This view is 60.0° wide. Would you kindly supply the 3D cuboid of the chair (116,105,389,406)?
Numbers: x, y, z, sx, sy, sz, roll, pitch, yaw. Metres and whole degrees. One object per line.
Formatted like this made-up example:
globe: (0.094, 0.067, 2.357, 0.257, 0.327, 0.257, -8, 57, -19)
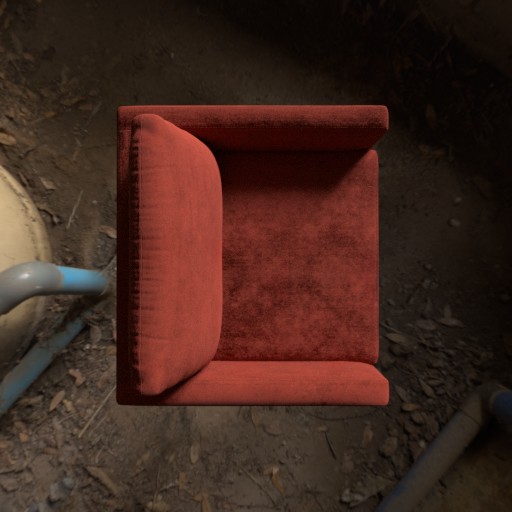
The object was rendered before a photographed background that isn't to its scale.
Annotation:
chair: (0.000, 0.000, 1.586, 0.875, 0.812, 0.964, 0, 90, 0)
